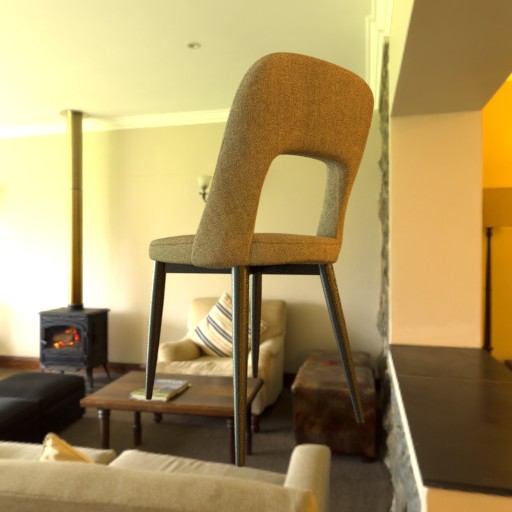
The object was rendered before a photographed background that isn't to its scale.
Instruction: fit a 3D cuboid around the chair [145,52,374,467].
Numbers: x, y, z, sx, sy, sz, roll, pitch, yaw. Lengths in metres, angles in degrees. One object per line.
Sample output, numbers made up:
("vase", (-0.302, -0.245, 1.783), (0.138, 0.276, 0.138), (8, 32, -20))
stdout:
("chair", (0.000, 0.000, 1.288), (0.470, 0.931, 0.612), (0, 1, -36))
